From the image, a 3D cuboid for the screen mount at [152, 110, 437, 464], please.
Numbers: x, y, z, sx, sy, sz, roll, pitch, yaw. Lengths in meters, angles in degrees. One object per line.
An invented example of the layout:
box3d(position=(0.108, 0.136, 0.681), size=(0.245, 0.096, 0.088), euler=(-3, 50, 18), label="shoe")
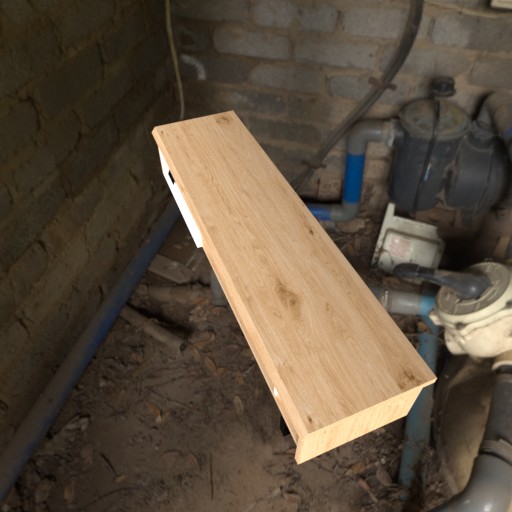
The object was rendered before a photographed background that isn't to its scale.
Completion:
box3d(position=(0.000, 0.000, 1.946), size=(0.450, 0.430, 1.700), euler=(-17, 49, -15), label="screen mount")
